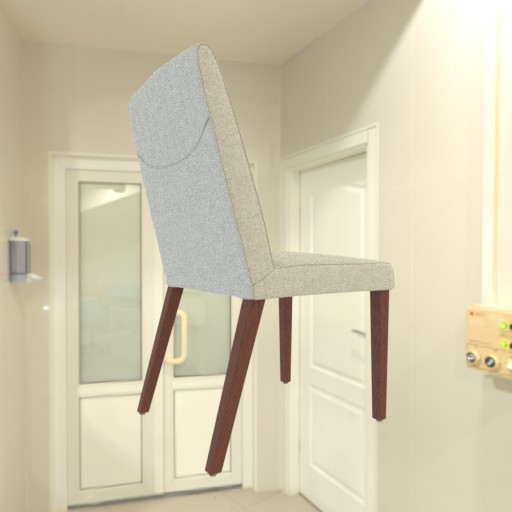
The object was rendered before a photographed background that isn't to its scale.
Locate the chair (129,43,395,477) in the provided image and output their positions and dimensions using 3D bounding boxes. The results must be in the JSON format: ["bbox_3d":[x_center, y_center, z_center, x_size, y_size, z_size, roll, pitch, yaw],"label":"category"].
[{"bbox_3d":[0.000,0.000,1.226,0.594,0.900,0.480,-1,1,-34],"label":"chair"}]
